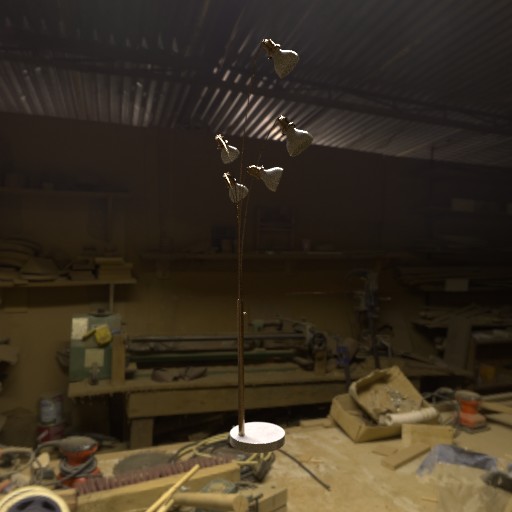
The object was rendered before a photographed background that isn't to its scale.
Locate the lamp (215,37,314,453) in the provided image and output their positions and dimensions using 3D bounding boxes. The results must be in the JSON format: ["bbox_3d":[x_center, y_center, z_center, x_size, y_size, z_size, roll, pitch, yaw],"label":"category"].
[{"bbox_3d":[0.000,0.000,2.935,0.361,2.423,1.405,0,0,-19],"label":"lamp"}]
